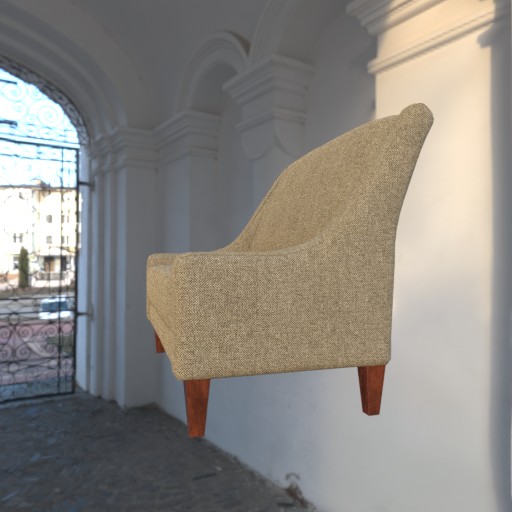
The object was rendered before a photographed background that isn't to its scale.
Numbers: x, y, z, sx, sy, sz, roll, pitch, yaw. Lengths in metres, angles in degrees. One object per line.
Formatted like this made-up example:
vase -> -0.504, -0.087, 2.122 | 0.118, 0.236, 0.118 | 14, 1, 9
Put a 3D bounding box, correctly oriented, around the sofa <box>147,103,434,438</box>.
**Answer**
sofa -> 0.000, 0.000, 1.914 | 0.870, 1.021, 1.242 | 0, 0, -17
